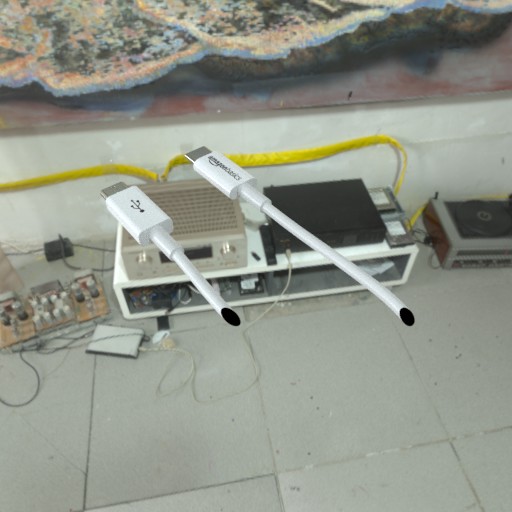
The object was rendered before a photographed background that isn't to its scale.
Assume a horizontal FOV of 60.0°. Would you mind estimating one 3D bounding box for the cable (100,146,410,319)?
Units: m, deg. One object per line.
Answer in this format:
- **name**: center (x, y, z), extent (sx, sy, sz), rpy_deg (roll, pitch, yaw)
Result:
- **cable**: center (0.000, 0.000, 0.113), extent (0.040, 0.006, 0.098), rpy_deg (-31, 54, -26)
